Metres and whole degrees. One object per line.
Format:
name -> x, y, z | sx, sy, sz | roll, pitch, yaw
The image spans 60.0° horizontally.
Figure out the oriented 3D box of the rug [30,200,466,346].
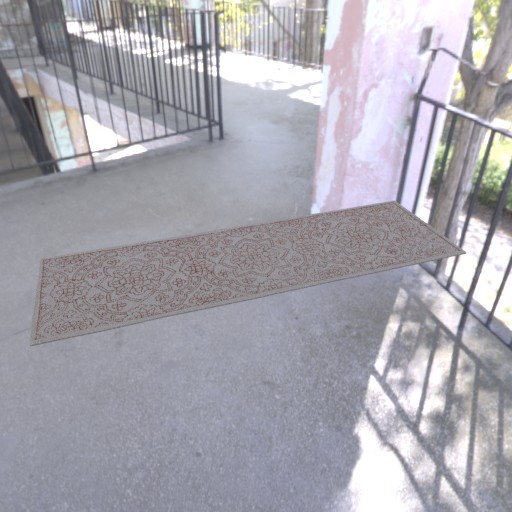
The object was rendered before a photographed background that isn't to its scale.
rug -> 0.000, 0.000, 2.656 | 2.448, 0.012, 0.769 | -10, 34, -16
